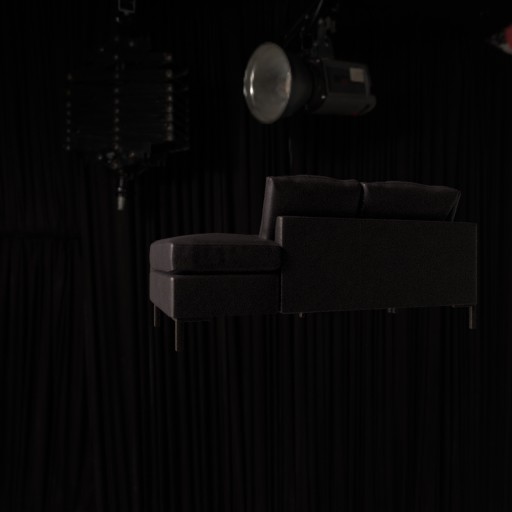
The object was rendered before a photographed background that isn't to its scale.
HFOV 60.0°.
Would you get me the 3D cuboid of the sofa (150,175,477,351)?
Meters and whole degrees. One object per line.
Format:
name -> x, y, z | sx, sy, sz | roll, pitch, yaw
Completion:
sofa -> 0.000, 0.000, 3.805 | 1.939, 0.900, 2.956 | 0, 0, -20
